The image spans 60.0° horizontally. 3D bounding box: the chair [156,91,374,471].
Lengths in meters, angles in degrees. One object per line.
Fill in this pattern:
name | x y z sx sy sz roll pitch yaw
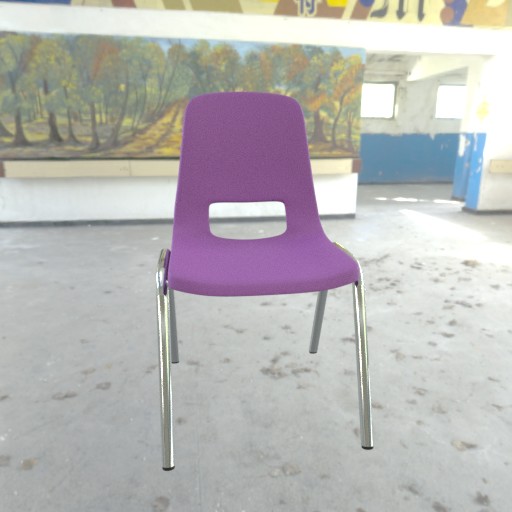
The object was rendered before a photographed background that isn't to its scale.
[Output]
chair | 0.000 0.000 0.673 0.291 0.493 0.301 -2 16 -8
